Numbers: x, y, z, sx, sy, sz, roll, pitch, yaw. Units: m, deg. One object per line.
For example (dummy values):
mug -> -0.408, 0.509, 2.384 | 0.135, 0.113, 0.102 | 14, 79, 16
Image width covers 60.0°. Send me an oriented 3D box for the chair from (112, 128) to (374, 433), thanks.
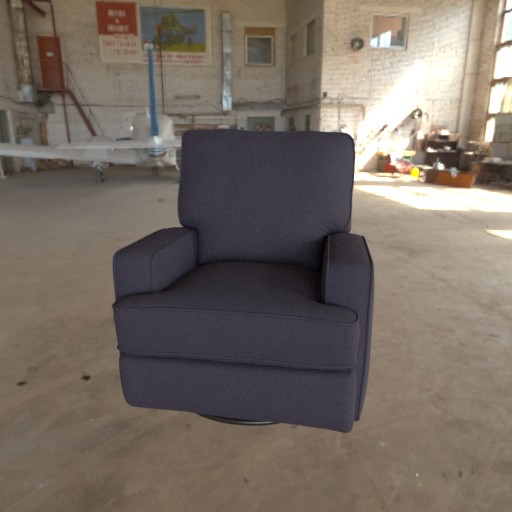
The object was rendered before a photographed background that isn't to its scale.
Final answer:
chair -> 0.000, 0.000, 1.734 | 0.861, 0.962, 0.964 | 3, 16, 9
